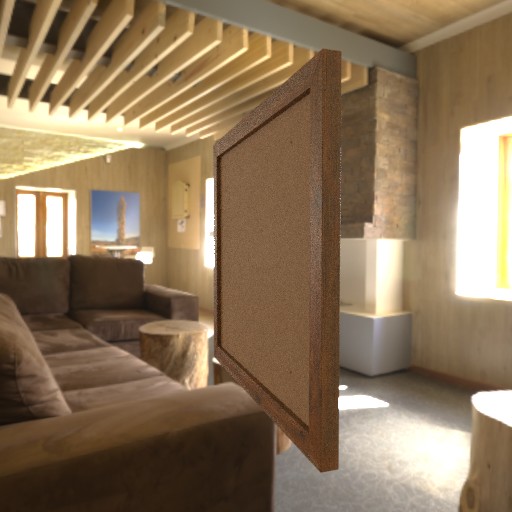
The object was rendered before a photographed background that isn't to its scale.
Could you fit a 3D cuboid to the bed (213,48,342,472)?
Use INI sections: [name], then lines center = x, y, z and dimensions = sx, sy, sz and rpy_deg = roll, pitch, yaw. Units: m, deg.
[bed]
center = 0.000, 0.000, 1.482
dimensions = 0.046, 0.942, 1.046
rpy_deg = -1, 2, -19
